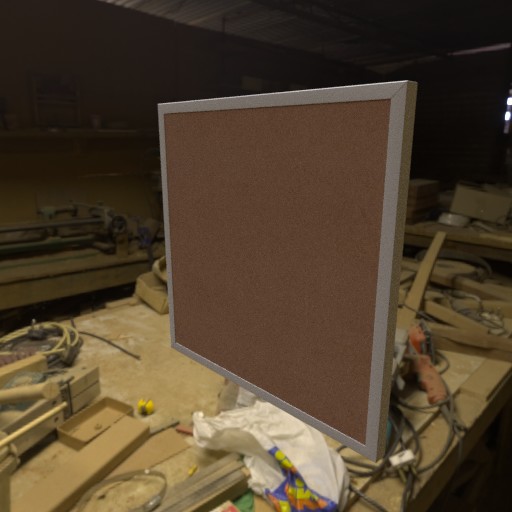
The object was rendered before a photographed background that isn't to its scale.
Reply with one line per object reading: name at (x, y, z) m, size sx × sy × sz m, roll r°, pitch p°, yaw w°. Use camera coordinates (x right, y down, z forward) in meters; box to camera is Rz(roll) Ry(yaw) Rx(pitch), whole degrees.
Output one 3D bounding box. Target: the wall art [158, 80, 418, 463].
wall art at (0.000, 0.000, 1.115) m, size 0.036 × 0.760 × 0.760 m, roll -14°, pitch 21°, yaw -43°
